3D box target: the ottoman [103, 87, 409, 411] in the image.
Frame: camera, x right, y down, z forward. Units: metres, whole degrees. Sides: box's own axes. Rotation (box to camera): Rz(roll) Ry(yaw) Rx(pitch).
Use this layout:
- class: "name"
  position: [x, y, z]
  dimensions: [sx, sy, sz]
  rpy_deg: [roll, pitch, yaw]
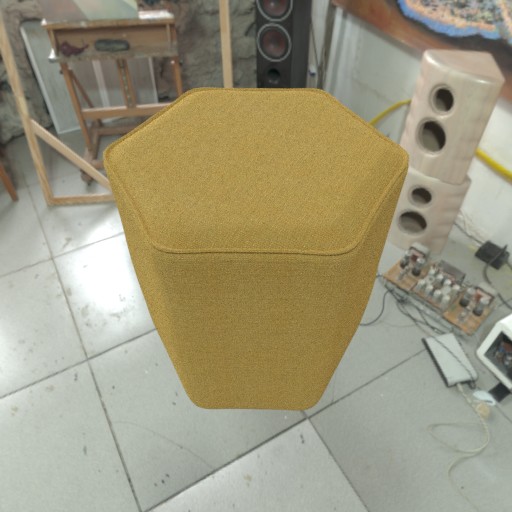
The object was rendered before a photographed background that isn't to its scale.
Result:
- class: "ottoman"
  position: [0.000, 0.000, 0.880]
  dimensions: [0.443, 0.502, 0.494]
  rpy_deg: [24, 52, 20]
